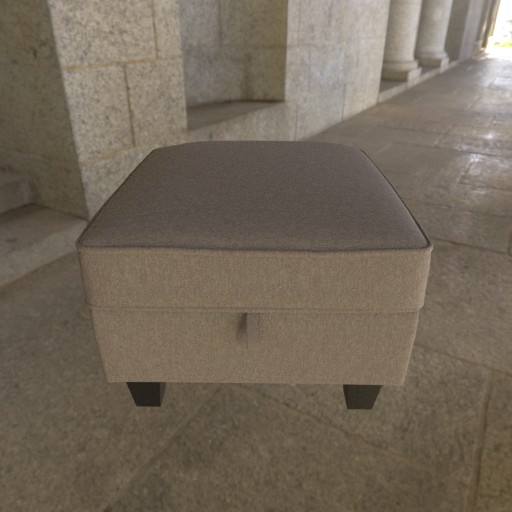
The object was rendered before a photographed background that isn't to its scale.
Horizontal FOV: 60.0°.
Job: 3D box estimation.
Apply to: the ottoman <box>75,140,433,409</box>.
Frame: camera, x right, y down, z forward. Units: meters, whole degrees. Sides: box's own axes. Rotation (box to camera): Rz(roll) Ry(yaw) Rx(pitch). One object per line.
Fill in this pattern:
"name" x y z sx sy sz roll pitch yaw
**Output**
"ottoman" 0.000 0.000 1.396 0.808 0.612 0.871 0 28 1
